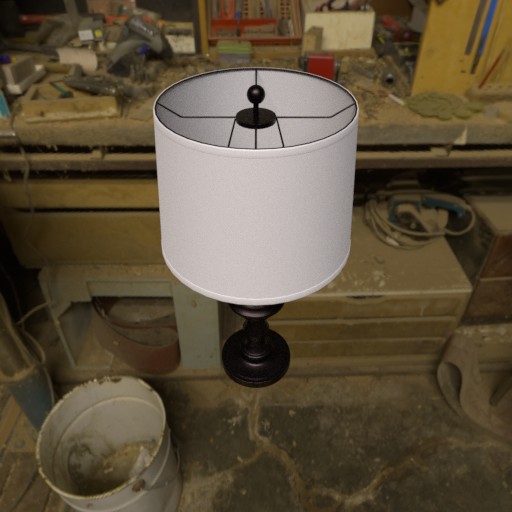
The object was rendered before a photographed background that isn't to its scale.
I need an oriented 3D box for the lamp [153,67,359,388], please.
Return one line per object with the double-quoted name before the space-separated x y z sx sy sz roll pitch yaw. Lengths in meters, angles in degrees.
"lamp" 0.000 0.000 0.948 0.383 0.726 0.383 0 41 0
